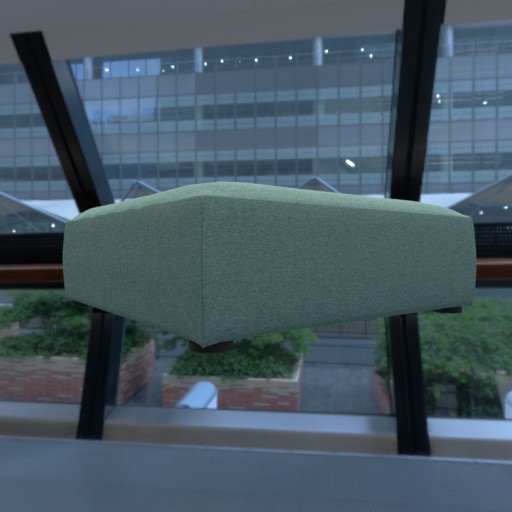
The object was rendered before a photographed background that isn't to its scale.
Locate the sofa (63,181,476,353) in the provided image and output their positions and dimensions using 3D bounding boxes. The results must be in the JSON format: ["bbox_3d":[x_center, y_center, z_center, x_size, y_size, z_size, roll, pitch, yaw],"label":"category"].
[{"bbox_3d":[0.000,0.000,1.401,0.930,0.330,0.930,-1,1,-37],"label":"sofa"}]
